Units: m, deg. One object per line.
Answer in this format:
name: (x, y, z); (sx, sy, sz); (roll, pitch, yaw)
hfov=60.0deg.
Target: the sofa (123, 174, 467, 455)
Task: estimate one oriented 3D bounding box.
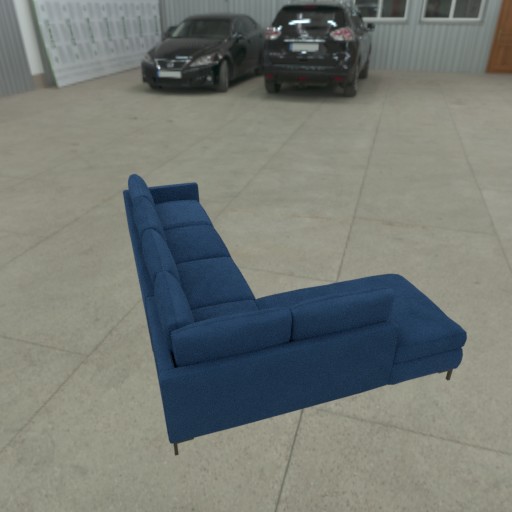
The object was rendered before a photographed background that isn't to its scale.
sofa: (0.000, 0.000, 3.847); (2.007, 0.815, 2.949); (-9, 31, -16)
